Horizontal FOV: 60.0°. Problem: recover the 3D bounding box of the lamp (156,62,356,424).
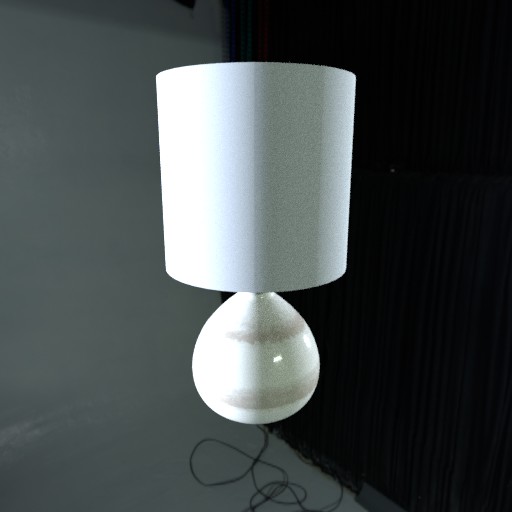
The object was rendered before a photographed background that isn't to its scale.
[{"bbox_3d":[0.000,0.000,0.541,0.217,0.404,0.217,-13,19,-42],"label":"lamp"}]
